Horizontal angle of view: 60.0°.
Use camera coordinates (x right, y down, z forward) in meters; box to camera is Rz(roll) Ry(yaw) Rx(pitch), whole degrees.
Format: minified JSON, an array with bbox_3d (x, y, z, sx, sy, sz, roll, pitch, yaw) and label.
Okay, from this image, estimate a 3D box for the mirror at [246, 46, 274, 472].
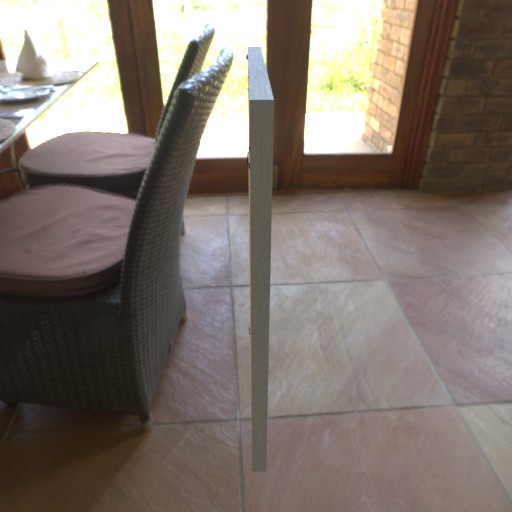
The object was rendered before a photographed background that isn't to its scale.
[{"bbox_3d":[0.000,0.000,1.145,0.040,0.915,0.609,-1,32,-1],"label":"mirror"}]
